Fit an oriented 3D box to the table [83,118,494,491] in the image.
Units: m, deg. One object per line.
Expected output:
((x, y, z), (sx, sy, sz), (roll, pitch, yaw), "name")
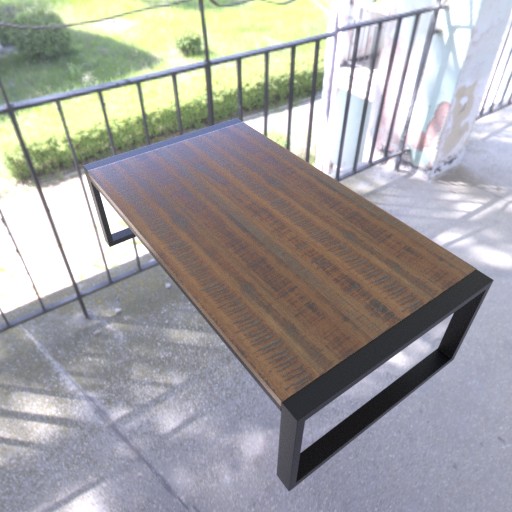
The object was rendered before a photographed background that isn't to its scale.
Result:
((0.000, 0.000, 1.679), (0.750, 0.400, 1.350), (-26, 48, -26), "table")
